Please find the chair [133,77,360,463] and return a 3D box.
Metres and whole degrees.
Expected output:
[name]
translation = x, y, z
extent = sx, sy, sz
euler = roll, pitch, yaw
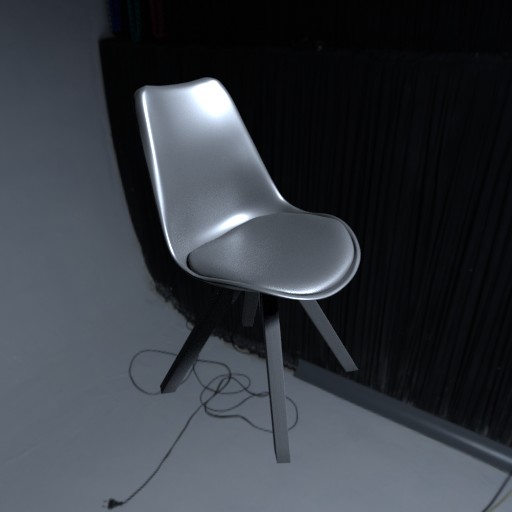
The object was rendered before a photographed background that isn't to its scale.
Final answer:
[chair]
translation = 0.000, 0.000, 1.193
extent = 0.530, 0.850, 0.485
euler = 18, 33, 31
